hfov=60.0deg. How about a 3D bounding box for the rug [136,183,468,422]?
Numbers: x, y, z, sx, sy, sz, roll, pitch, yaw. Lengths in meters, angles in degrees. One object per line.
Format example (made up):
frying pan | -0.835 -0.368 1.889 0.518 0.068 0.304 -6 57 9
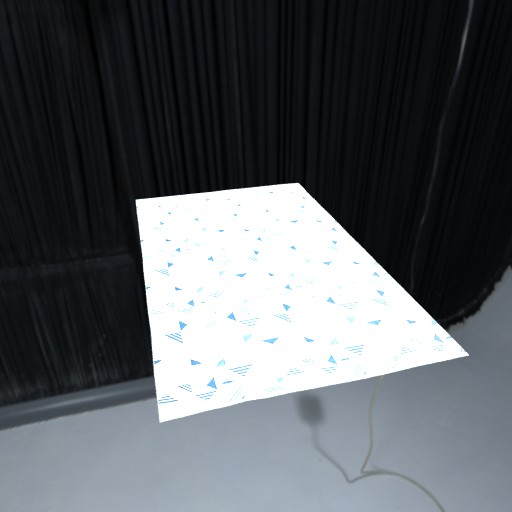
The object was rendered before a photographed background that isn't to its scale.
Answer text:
rug | 0.000 0.000 3.043 1.512 0.009 2.457 -8 31 -13
